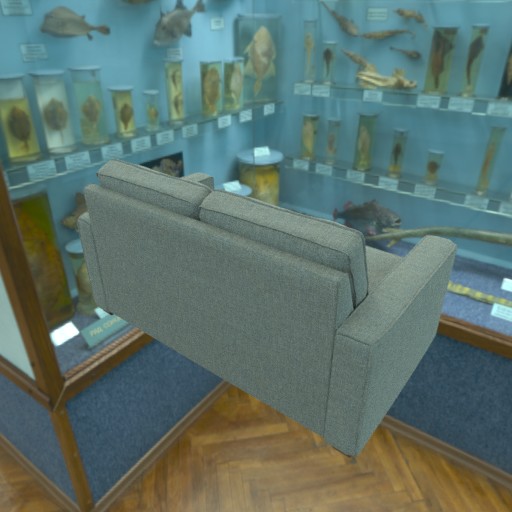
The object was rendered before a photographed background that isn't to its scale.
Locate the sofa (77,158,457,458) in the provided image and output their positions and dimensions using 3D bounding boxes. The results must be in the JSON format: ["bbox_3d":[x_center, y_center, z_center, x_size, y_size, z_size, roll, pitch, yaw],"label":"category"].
[{"bbox_3d":[0.000,0.000,2.260,1.706,0.915,0.945,21,35,32],"label":"sofa"}]
